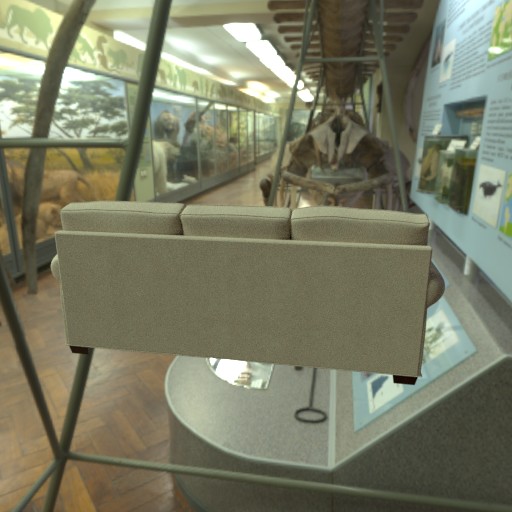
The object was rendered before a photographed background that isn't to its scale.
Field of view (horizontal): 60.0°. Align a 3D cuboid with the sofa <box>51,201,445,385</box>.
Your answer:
[{"bbox_3d":[0.000,0.000,2.481,1.770,0.734,1.226,3,16,10],"label":"sofa"}]
